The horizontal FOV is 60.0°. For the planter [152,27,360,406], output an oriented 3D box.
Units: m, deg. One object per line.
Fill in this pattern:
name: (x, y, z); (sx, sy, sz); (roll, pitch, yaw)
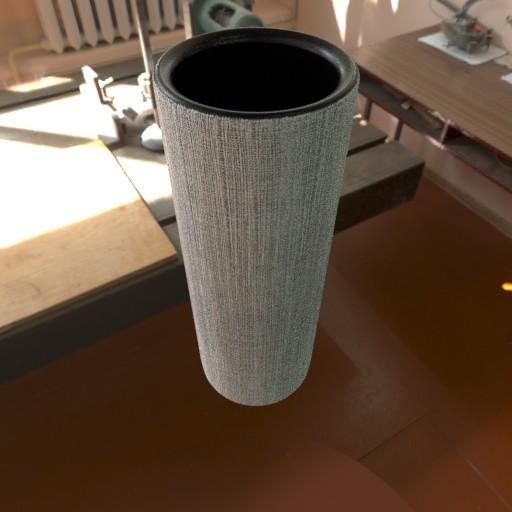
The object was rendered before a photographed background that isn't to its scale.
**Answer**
planter: (0.000, 0.000, 0.312); (0.100, 0.270, 0.100); (3, 47, 2)
